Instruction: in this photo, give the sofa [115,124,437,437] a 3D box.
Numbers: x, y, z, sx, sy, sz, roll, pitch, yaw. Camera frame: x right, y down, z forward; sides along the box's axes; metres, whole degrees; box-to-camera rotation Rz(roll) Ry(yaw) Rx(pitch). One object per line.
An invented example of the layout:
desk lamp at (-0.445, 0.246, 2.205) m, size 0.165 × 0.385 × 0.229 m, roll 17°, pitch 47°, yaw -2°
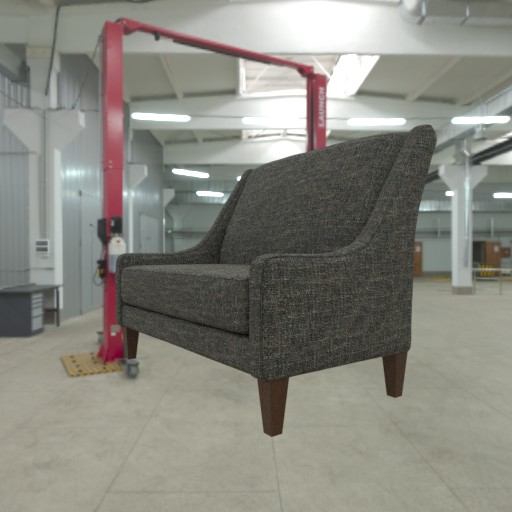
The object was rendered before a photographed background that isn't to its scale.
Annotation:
sofa at (0.000, 0.000, 1.951) m, size 0.870 × 1.021 × 1.242 m, roll 0°, pitch 1°, yaw -36°
